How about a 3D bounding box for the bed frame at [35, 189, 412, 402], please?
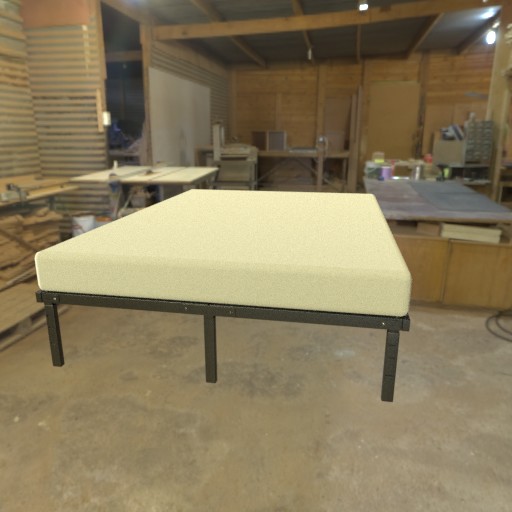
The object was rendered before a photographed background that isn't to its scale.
[{"bbox_3d":[0.000,0.000,3.529,1.990,0.680,2.635,3,16,10],"label":"bed frame"}]
